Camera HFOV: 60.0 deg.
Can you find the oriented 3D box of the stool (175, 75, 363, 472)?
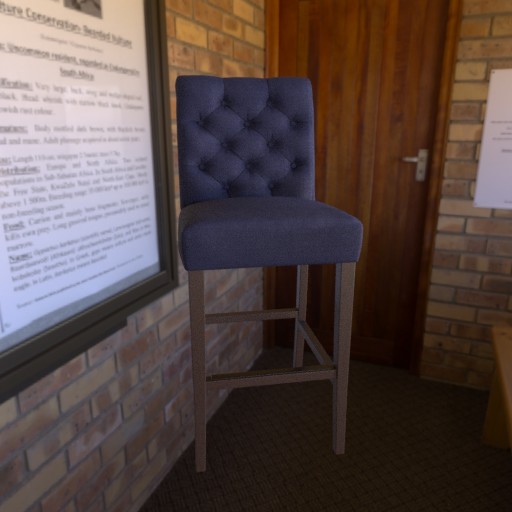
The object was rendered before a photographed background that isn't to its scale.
[{"bbox_3d":[0.000,0.000,1.445,0.493,1.140,0.601,-3,17,-9],"label":"stool"}]
